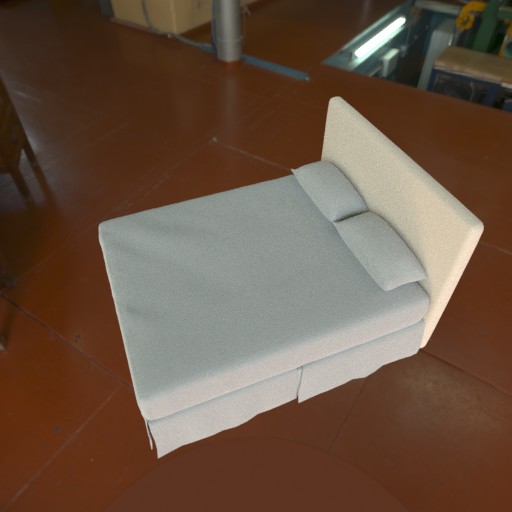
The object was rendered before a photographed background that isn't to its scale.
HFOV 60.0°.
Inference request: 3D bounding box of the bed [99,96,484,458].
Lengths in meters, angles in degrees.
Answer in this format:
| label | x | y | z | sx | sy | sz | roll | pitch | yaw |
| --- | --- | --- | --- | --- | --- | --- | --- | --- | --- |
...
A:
| label | x | y | z | sx | sy | sz | roll | pitch | yaw |
| --- | --- | --- | --- | --- | --- | --- | --- | --- | --- |
| bed | 0.000 | 0.000 | 3.213 | 2.142 | 1.330 | 1.748 | -16 | 48 | -15 |
